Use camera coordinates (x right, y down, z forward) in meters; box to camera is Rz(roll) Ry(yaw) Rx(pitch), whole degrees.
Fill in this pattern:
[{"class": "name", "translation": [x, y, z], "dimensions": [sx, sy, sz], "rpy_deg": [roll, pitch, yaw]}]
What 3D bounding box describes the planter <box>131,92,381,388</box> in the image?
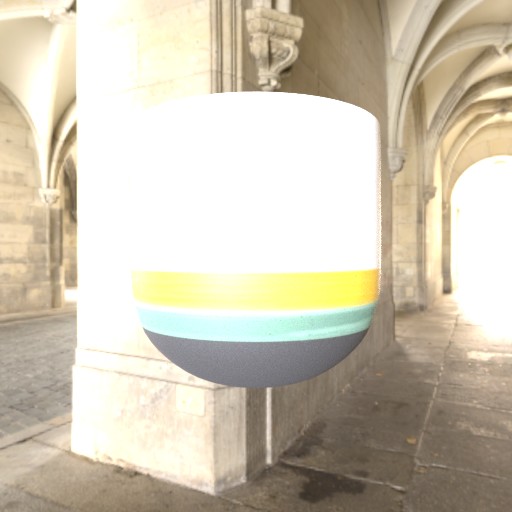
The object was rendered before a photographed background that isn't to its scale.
[{"class": "planter", "translation": [0.000, 0.000, 0.494], "dimensions": [0.268, 0.270, 0.268], "rpy_deg": [0, 0, 0]}]
